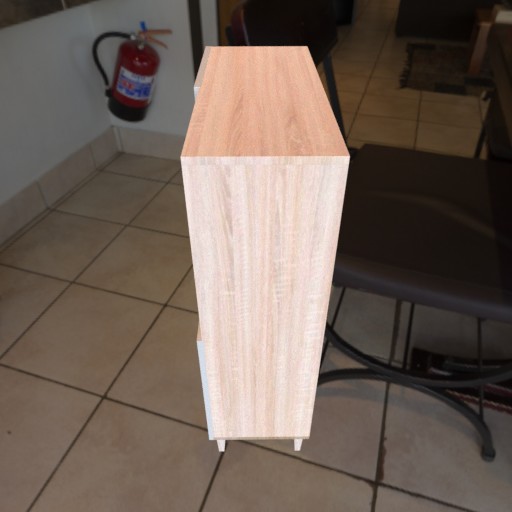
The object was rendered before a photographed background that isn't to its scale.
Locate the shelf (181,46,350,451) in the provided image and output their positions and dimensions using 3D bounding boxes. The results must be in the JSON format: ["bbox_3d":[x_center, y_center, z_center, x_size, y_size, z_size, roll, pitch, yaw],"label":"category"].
[{"bbox_3d":[0.000,0.000,1.868,0.434,1.405,0.995,0,39,0],"label":"shelf"}]
